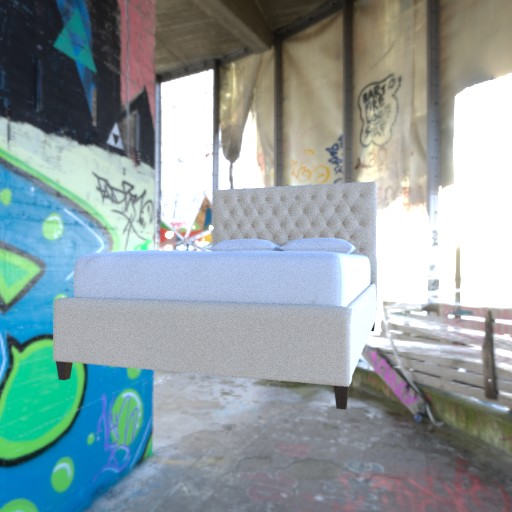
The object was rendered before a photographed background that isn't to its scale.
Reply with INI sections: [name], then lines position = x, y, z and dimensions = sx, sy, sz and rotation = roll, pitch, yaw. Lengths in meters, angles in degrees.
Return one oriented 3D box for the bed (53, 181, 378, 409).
[bed]
position = 0.000, 0.000, 3.395
dimensions = 1.698, 1.427, 2.387
rotation = 0, 0, 18
